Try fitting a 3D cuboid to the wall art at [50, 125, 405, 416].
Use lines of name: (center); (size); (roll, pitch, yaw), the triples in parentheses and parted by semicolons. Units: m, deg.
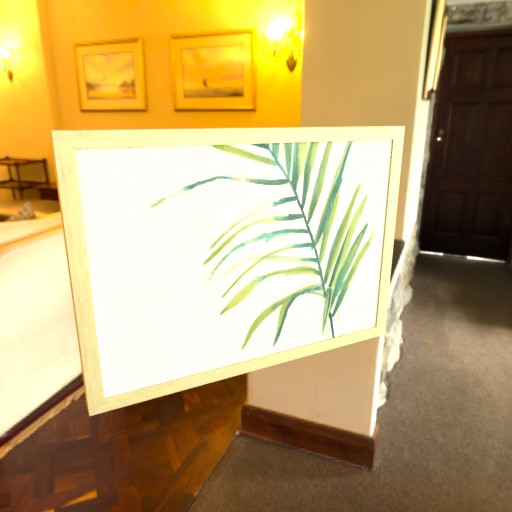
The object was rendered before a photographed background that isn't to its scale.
wall art: (0.000, 0.000, 0.683); (0.532, 0.380, 0.032); (-9, 19, -26)
